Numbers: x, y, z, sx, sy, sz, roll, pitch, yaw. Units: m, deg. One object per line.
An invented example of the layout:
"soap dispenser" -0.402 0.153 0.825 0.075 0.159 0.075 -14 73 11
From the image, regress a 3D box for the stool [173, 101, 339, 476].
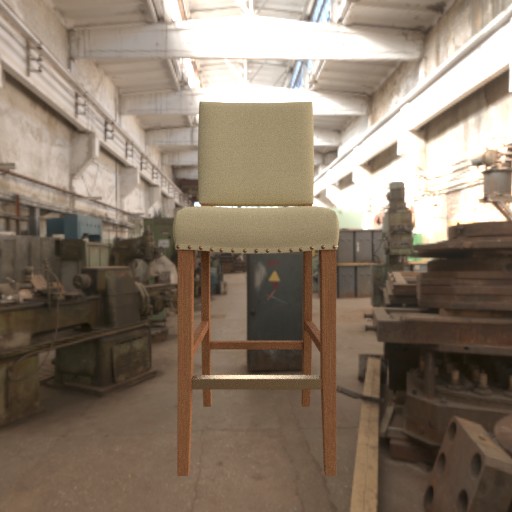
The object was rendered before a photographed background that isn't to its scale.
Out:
"stool" 0.000 0.000 1.455 0.445 1.168 0.584 0 1 0
